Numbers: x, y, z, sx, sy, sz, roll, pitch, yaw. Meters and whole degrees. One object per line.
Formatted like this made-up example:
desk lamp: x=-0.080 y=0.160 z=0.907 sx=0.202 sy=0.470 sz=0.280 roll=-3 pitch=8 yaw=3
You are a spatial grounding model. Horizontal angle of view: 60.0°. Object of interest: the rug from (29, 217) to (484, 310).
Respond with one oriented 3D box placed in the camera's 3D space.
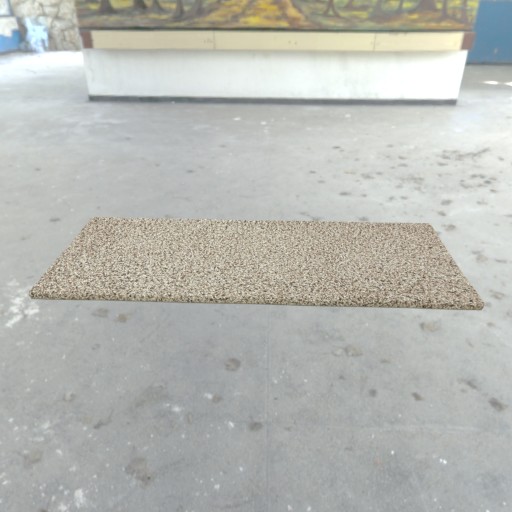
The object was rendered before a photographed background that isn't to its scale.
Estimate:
rug: x=0.000 y=0.000 z=1.736 sx=1.524 sy=0.030 sz=0.609 roll=1 pitch=30 yaw=2
